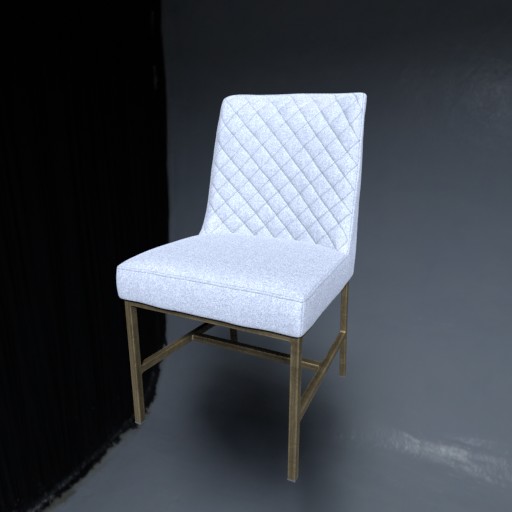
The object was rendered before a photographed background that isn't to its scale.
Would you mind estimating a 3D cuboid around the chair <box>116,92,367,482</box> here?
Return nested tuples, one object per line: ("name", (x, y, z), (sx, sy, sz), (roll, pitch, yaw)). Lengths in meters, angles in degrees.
("chair", (0.000, 0.000, 1.238), (0.508, 0.889, 0.587), (8, 18, 26))
